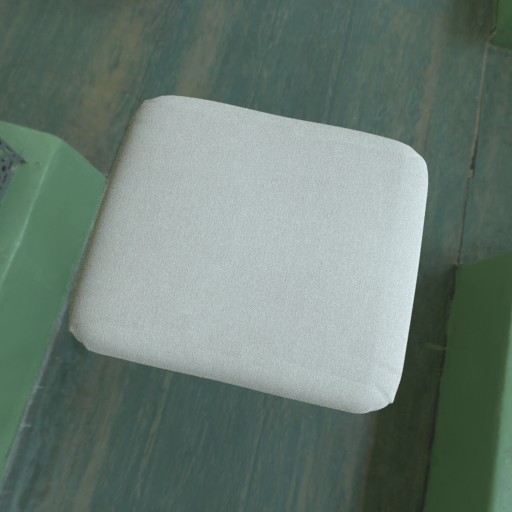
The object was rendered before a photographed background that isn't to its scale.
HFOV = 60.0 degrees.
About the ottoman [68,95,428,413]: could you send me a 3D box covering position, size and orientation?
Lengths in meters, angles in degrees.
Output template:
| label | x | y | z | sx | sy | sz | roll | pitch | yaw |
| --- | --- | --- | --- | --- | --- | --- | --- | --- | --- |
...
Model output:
| label | x | y | z | sx | sy | sz | roll | pitch | yaw |
| --- | --- | --- | --- | --- | --- | --- | --- | --- | --- |
| ottoman | 0.000 | 0.000 | 1.143 | 0.746 | 0.450 | 0.639 | 12 | 76 | 3 |
